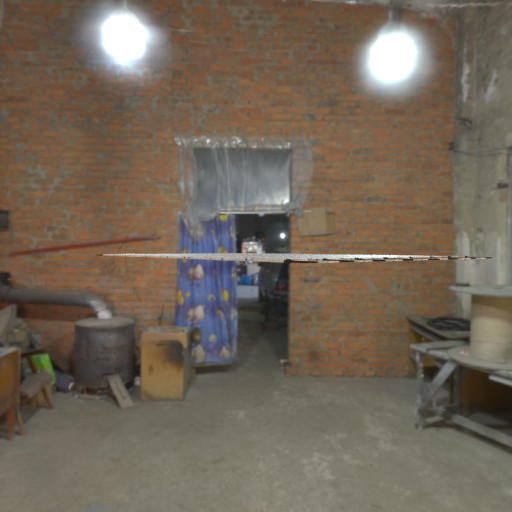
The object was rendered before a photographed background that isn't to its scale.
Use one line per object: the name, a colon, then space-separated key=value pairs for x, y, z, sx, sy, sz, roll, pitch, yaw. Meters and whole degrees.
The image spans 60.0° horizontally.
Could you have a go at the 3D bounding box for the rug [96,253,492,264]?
rug: x=0.000 y=0.000 z=3.298 sx=1.524 sy=0.021 sz=2.755 roll=-1 pitch=1 yaw=-37
